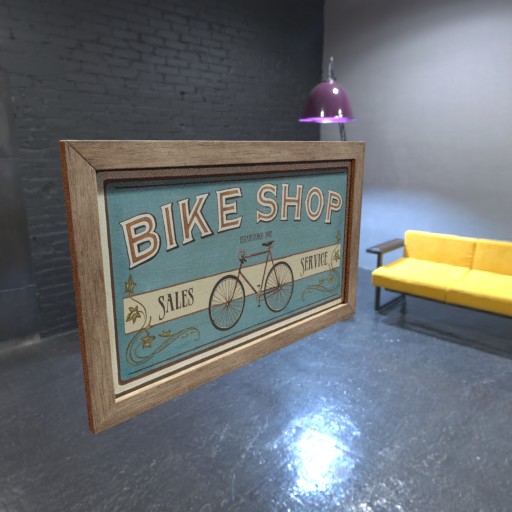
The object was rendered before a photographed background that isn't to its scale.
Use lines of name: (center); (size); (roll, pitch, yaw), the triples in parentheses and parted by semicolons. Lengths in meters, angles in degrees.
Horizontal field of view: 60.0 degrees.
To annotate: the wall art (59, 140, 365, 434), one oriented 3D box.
wall art: (0.000, 0.000, 0.958); (0.780, 0.480, 0.021); (-14, 20, -43)
